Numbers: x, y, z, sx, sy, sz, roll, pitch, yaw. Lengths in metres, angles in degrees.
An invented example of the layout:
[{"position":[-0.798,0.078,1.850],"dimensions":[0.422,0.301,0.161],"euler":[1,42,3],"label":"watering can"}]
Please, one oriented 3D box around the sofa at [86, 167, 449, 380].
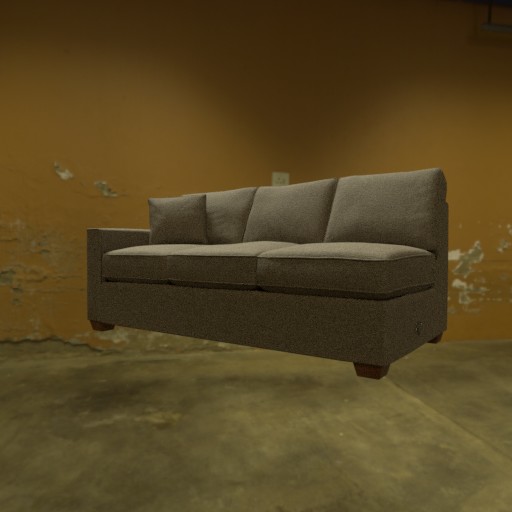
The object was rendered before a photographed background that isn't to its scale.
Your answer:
[{"position":[0.000,0.000,2.625],"dimensions":[1.963,0.946,1.034],"euler":[0,1,36],"label":"sofa"}]
